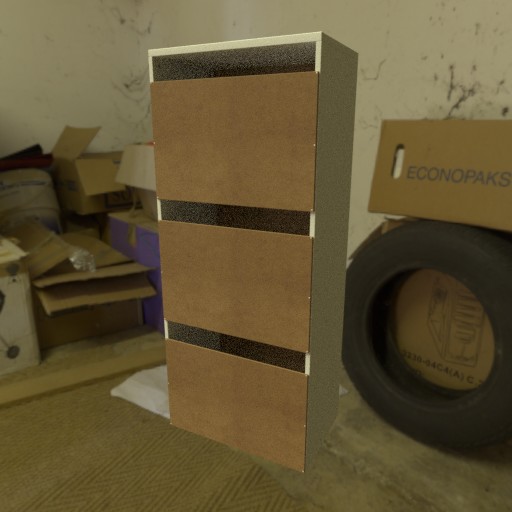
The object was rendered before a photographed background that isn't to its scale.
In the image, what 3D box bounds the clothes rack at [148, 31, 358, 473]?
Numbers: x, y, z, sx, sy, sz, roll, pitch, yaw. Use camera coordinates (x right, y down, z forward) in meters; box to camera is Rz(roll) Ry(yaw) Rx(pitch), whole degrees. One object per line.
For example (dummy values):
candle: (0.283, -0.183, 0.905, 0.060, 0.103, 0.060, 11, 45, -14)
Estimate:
clothes rack: (0.000, 0.000, 1.400, 0.500, 1.187, 0.331, 8, 17, 26)
